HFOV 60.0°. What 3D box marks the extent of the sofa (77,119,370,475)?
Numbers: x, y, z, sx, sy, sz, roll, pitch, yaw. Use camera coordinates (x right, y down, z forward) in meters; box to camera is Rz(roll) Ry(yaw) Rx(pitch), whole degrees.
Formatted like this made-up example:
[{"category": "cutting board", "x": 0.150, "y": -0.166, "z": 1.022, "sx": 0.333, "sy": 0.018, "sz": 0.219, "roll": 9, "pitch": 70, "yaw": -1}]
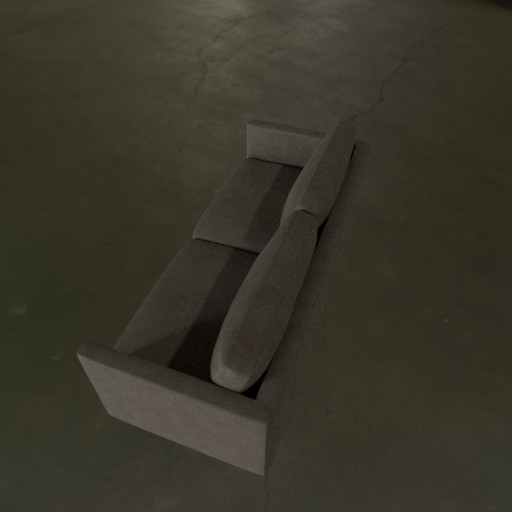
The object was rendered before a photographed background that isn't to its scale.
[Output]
[{"category": "sofa", "x": 0.000, "y": 0.000, "z": 2.754, "sx": 0.951, "sy": 0.965, "sz": 2.208, "roll": 15, "pitch": 48, "yaw": 14}]
